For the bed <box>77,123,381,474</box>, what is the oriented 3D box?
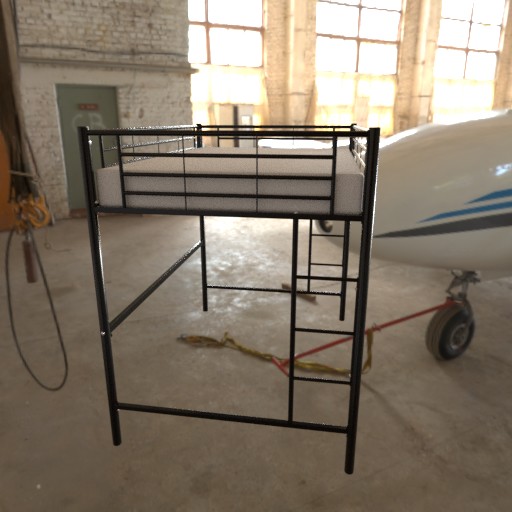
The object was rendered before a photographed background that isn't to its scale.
[{"bbox_3d":[0.000,0.000,3.170,1.397,1.803,1.994,3,17,9],"label":"bed"}]
